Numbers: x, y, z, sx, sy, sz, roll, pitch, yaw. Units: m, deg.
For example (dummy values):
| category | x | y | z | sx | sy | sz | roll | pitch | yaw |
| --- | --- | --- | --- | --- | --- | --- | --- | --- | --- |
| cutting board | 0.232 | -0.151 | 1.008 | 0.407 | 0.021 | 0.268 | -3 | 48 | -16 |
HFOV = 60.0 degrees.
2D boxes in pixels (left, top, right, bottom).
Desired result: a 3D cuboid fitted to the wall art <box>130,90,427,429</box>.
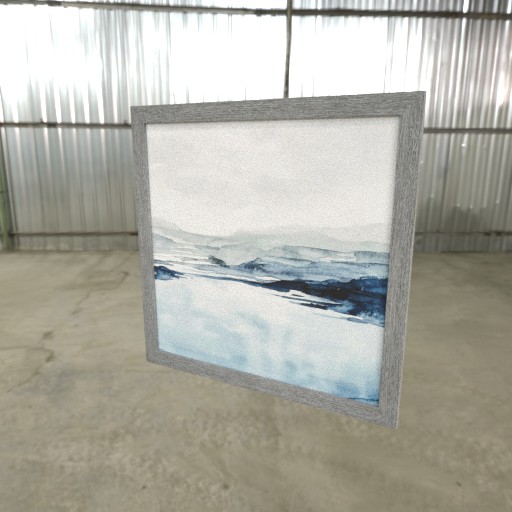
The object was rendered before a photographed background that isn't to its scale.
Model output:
| category | x | y | z | sx | sy | sz | roll | pitch | yaw |
| --- | --- | --- | --- | --- | --- | --- | --- | --- | --- |
| wall art | 0.000 | 0.000 | 1.027 | 0.685 | 0.685 | 0.020 | 7 | 15 | 26 |
